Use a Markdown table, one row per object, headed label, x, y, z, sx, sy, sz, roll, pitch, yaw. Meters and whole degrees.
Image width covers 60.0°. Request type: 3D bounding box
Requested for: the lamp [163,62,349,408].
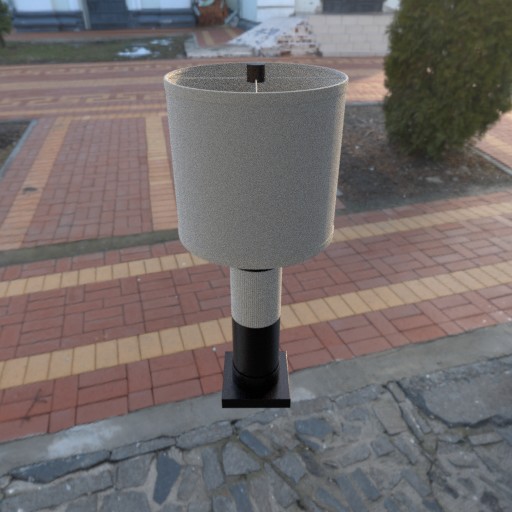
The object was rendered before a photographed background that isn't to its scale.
| label | x | y | z | sx | sy | sz | roll | pitch | yaw |
| --- | --- | --- | --- | --- | --- | --- | --- | --- | --- |
| lamp | 0.000 | 0.000 | 0.634 | 0.211 | 0.509 | 0.211 | 0 | 31 | 0 |
